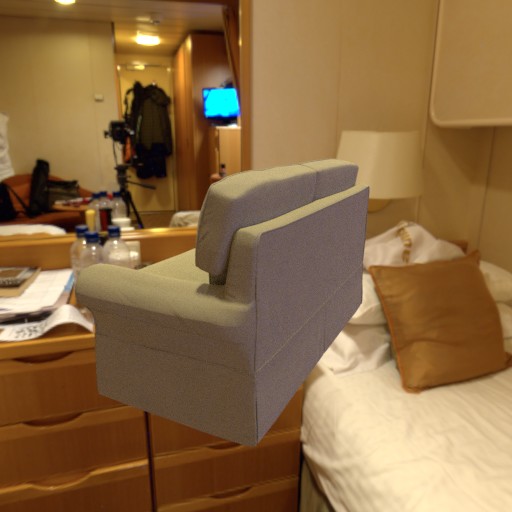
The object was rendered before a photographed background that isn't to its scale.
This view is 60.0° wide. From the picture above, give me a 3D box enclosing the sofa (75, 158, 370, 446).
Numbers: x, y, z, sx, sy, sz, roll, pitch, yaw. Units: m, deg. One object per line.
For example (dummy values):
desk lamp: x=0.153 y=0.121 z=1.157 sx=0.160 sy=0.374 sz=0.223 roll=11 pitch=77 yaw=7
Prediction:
sofa: x=0.000 y=0.000 z=2.452 sx=0.841 sy=1.024 sz=1.823 roll=8 pitch=17 yaw=26
